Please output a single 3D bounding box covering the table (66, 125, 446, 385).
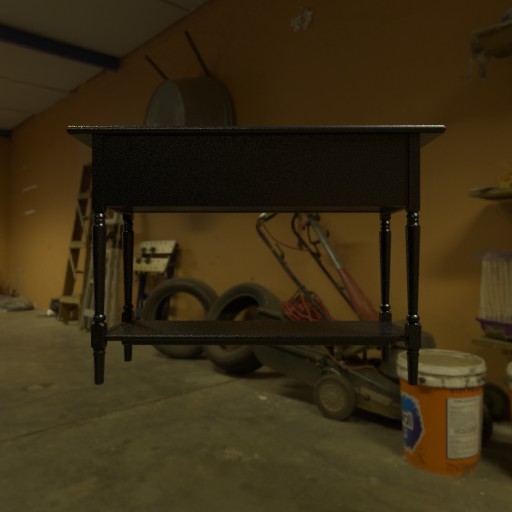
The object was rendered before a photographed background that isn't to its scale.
[{"bbox_3d":[0.000,0.000,1.580,1.191,0.819,0.386,0,0,0],"label":"table"}]
